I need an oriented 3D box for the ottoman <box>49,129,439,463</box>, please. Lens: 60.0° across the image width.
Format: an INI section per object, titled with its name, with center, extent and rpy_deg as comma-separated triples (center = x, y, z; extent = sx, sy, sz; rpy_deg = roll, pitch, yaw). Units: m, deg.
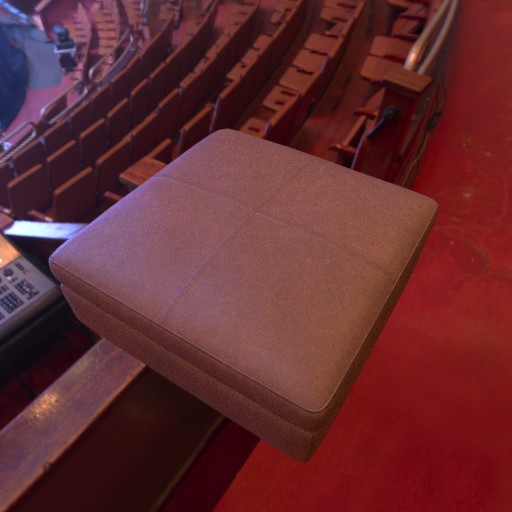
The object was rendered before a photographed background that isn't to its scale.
[ottoman]
center = 0.000, 0.000, 1.867
extent = 1.168, 0.490, 1.168
rpy_deg = 25, 51, 22
